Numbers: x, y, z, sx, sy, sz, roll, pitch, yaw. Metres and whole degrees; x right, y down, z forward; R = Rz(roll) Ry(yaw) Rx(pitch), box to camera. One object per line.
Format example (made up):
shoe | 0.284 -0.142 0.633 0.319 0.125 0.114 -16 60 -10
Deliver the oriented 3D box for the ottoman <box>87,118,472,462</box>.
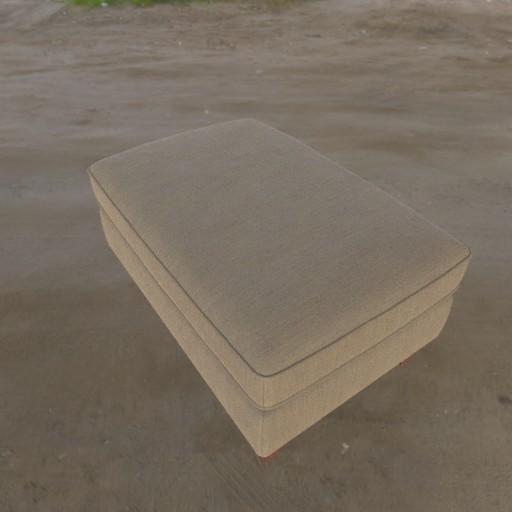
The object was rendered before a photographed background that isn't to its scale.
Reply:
ottoman | 0.000 0.000 1.299 0.636 0.480 0.941 -25 46 -26
